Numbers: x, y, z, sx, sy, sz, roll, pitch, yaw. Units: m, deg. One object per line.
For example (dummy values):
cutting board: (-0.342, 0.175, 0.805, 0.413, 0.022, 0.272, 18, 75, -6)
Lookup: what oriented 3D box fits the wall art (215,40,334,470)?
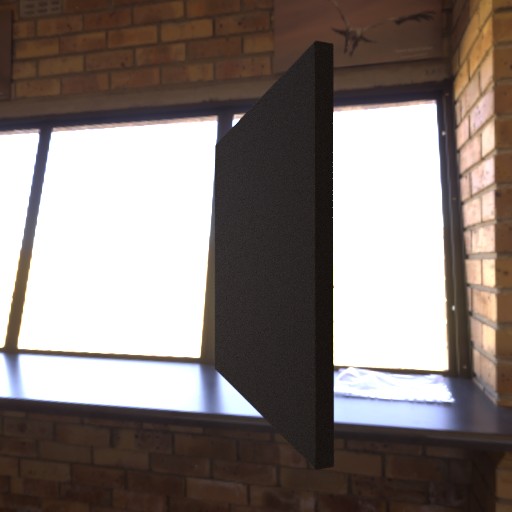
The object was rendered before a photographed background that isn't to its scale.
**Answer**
wall art: (0.000, 0.000, 0.459, 0.015, 0.303, 0.304, 0, 0, -19)
